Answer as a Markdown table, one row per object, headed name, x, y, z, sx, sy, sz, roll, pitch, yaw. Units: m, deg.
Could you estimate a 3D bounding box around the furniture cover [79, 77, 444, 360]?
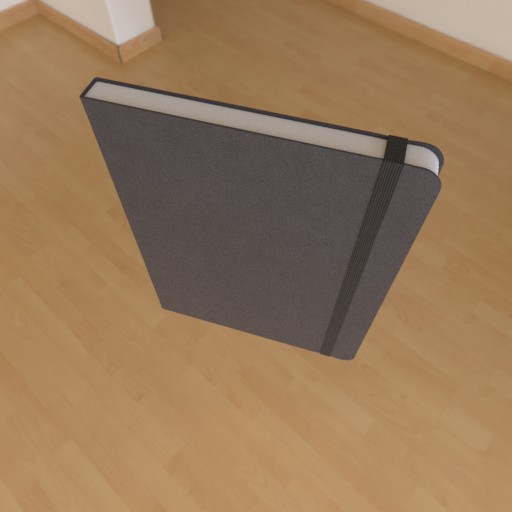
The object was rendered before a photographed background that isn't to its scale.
| name | x | y | z | sx | sy | sz | roll | pitch | yaw |
| --- | --- | --- | --- | --- | --- | --- | --- | --- | --- |
| furniture cover | 0.000 | 0.000 | 0.370 | 0.216 | 0.281 | 0.023 | 14 | 58 | 9 |
